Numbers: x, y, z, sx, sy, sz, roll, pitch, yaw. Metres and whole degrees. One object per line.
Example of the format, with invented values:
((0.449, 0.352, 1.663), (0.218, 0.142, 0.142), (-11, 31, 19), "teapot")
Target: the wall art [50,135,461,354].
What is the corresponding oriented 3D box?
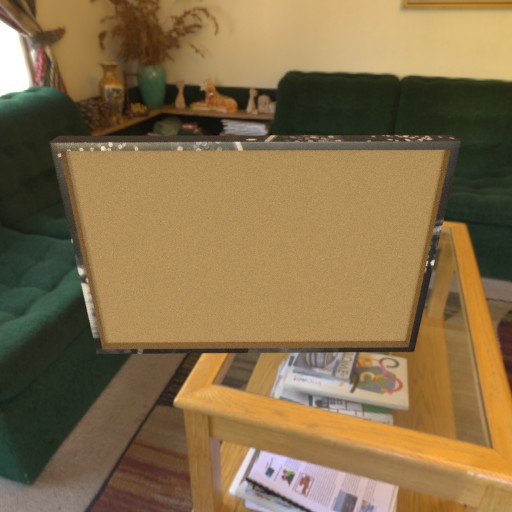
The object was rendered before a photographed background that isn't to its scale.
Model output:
((0.000, 0.000, 0.767), (0.609, 0.406, 0.037), (0, 29, 0), "wall art")
